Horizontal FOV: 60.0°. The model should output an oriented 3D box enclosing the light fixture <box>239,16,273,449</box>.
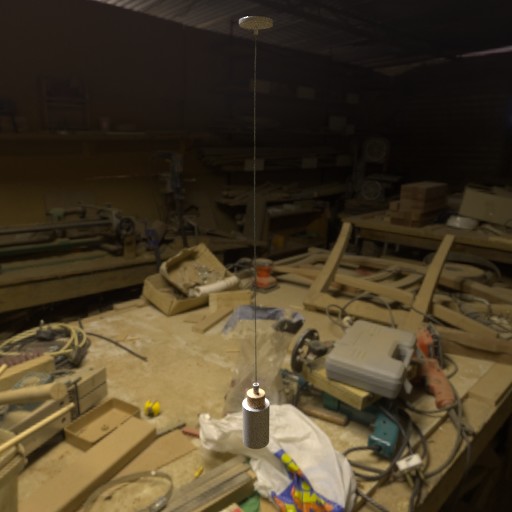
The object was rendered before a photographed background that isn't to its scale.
[{"bbox_3d":[0.000,0.000,1.865,0.125,1.798,0.125,-14,20,-42],"label":"light fixture"}]
